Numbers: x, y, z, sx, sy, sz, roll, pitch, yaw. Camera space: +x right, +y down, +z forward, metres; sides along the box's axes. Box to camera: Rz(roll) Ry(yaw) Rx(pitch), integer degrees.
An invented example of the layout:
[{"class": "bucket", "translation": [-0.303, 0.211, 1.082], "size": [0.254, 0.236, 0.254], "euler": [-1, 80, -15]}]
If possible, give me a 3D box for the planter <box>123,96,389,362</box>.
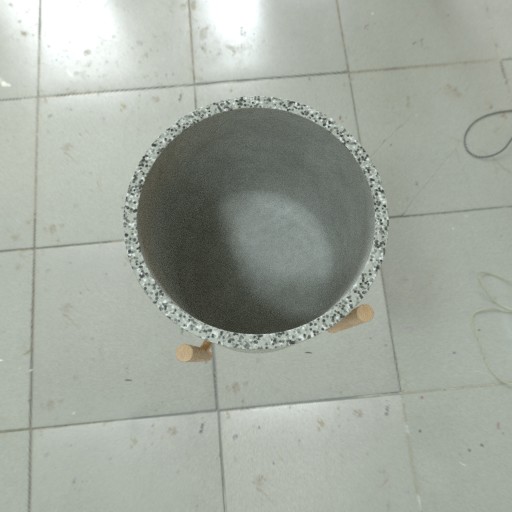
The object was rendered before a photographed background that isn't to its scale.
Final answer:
[{"class": "planter", "translation": [0.000, 0.000, 0.710], "size": [0.360, 0.419, 0.360], "euler": [-34, 79, -7]}]
